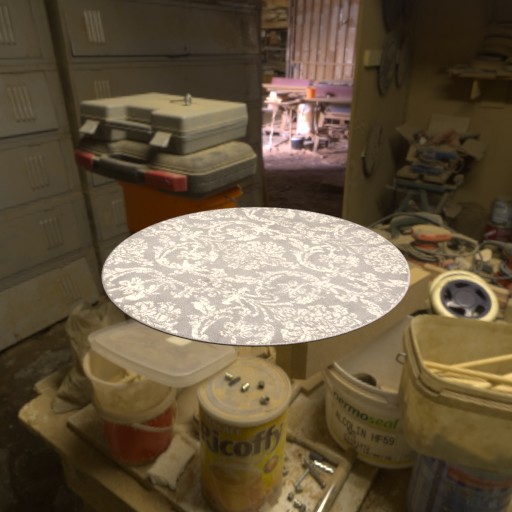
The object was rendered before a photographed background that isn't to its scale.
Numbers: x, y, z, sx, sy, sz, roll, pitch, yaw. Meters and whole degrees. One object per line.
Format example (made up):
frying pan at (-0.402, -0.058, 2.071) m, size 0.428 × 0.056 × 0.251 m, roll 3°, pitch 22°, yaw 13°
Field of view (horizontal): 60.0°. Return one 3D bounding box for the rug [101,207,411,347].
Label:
rug at (0.000, 0.000, 2.394) m, size 1.593 × 0.012 × 1.593 m, roll 0°, pitch 25°, yaw 0°
